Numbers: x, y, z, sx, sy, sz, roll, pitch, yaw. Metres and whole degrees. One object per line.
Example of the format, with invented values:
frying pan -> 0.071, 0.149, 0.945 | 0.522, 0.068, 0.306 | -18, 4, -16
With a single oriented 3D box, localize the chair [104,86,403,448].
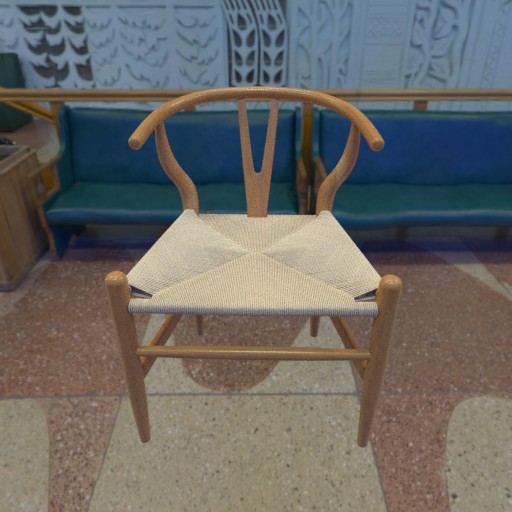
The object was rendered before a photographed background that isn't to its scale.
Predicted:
chair -> 0.000, 0.000, 1.128 | 0.569, 0.730, 0.579 | 1, 30, 1
